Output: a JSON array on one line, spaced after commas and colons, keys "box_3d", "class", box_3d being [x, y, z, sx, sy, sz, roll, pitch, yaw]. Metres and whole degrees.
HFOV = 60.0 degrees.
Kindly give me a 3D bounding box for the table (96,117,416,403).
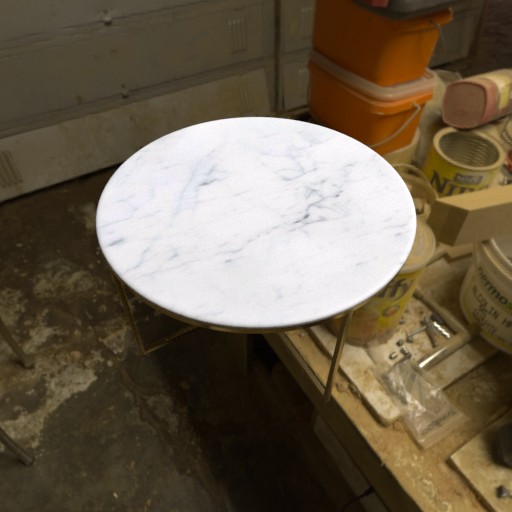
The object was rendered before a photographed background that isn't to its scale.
[{"box_3d": [0.000, 0.000, 1.298, 0.800, 0.450, 0.800, 0, 47, 0], "class": "table"}]
